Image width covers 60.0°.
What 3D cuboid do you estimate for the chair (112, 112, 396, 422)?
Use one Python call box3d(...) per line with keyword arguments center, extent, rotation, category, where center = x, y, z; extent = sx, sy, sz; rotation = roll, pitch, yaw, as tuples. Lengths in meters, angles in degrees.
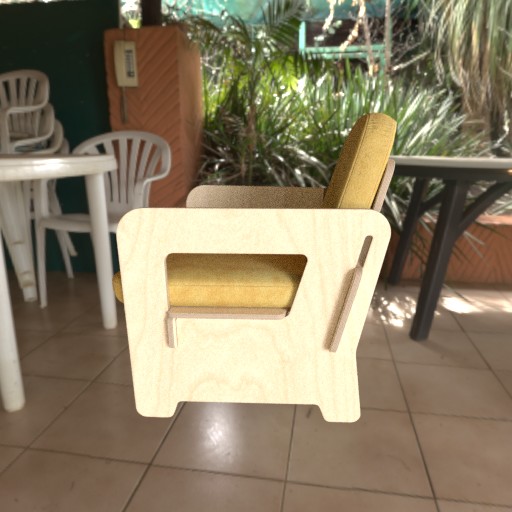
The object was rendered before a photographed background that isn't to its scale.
box3d(center=(0.000, 0.000, 1.323), extent=(0.710, 0.800, 0.590), rotation=(2, 15, 8), category="chair")
